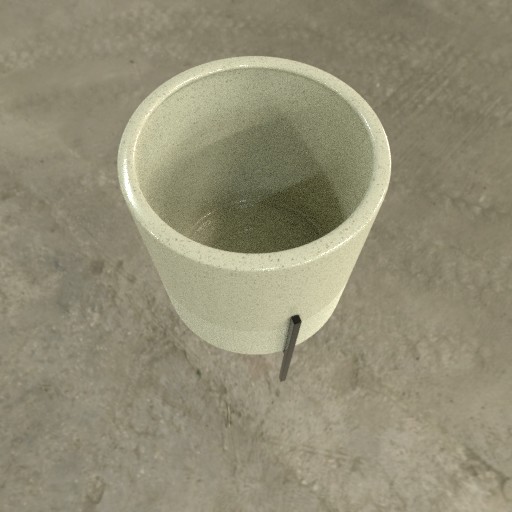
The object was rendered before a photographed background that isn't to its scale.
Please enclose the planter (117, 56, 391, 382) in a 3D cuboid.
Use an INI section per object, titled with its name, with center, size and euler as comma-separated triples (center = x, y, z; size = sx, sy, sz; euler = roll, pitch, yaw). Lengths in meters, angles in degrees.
[planter]
center = 0.000, 0.000, 0.551
size = 0.234, 0.390, 0.243
euler = -17, 64, -9
